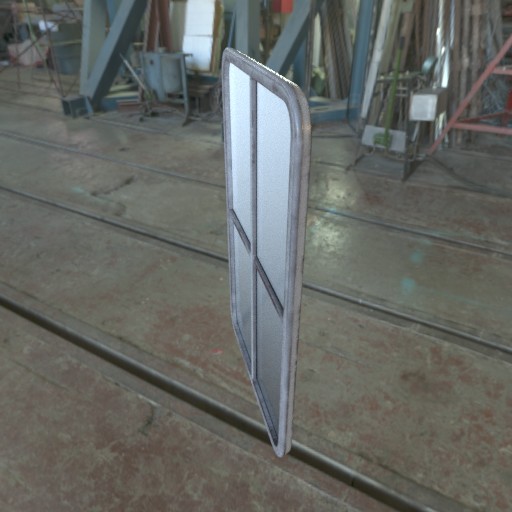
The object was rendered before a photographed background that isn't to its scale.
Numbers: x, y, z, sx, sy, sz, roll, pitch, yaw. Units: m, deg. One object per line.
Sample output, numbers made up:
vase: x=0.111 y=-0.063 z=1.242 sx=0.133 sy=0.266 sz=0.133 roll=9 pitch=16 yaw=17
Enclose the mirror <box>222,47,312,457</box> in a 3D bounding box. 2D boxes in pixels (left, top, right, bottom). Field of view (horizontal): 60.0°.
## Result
mirror: x=0.000 y=0.000 z=0.874 sx=0.024 sy=0.713 sz=0.461 roll=-8 pitch=33 yaw=-13
